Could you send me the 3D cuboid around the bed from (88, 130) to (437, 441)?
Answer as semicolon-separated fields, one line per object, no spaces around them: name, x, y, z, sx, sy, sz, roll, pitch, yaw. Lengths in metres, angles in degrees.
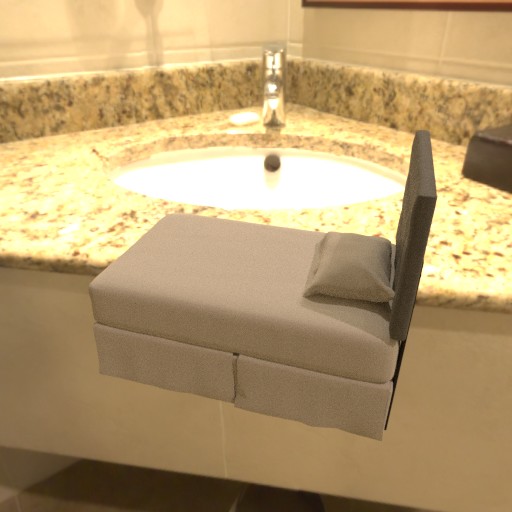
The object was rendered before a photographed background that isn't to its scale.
bed;0.000;0.000;2.996;1.997;1.571;1.261;9;32;15
